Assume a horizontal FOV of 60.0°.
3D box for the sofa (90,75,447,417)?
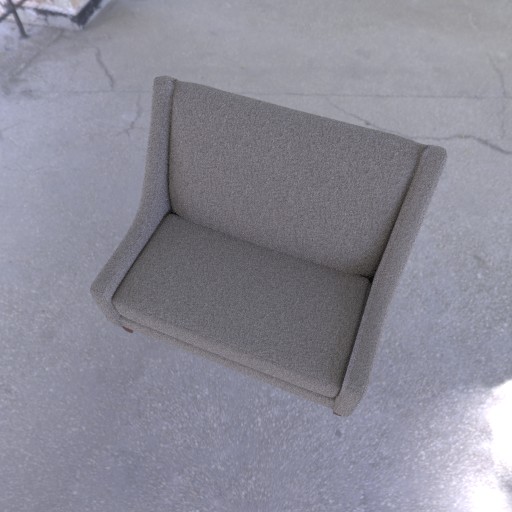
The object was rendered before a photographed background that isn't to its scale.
[{"bbox_3d":[0.000,0.000,1.974,1.242,1.026,0.862,19,59,12],"label":"sofa"}]
